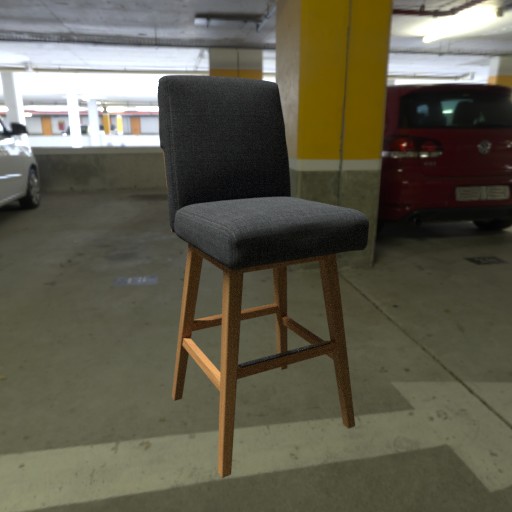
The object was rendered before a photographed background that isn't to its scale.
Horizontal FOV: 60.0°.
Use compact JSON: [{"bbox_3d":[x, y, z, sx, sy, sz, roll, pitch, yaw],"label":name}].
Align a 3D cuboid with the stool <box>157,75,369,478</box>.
[{"bbox_3d":[0.000,0.000,1.410,0.483,1.112,0.570,-8,18,-27],"label":"stool"}]
